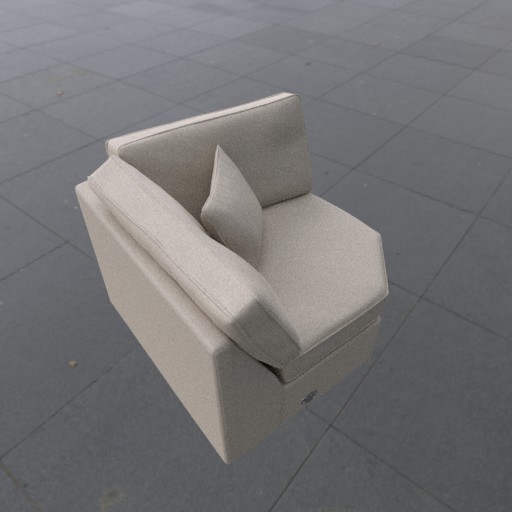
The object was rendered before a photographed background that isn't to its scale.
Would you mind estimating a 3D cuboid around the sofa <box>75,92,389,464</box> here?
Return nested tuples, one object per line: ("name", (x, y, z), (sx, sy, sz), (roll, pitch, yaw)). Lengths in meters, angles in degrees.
("sofa", (0.000, 0.000, 1.871), (1.042, 0.937, 1.050), (-26, 48, -26))
